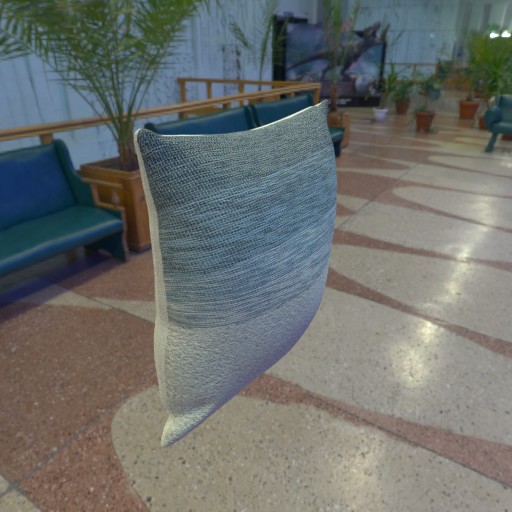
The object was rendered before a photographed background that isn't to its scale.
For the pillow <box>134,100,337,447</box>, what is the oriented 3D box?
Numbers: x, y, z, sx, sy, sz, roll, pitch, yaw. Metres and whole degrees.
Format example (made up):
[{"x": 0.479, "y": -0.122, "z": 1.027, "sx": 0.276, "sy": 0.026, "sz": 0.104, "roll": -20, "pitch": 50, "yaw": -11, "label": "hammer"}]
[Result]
[{"x": 0.000, "y": 0.000, "z": 0.693, "sx": 0.182, "sy": 0.441, "sz": 0.440, "roll": 17, "pitch": 30, "yaw": 31, "label": "pillow"}]
